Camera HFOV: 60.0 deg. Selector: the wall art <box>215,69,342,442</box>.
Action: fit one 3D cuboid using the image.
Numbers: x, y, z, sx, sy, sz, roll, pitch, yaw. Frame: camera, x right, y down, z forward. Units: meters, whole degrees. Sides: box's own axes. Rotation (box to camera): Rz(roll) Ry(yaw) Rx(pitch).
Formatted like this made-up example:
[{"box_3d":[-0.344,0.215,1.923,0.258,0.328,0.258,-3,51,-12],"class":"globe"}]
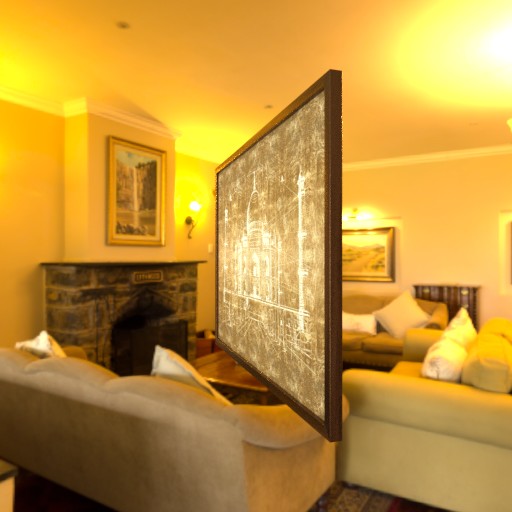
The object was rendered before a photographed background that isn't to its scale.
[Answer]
[{"box_3d":[0.000,0.000,0.567,0.012,0.304,0.431,0,0,-18],"class":"wall art"}]
